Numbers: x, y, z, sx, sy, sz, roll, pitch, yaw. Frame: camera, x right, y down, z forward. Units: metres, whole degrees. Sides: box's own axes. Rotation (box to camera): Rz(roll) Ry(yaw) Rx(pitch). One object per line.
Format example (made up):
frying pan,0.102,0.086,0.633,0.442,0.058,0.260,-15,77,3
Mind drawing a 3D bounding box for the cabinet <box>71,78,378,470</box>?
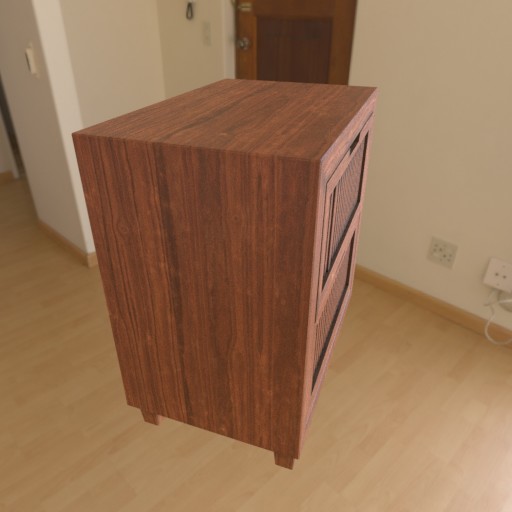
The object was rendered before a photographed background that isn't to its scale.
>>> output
cabinet,0.000,0.000,1.058,0.410,0.695,0.607,10,32,17
